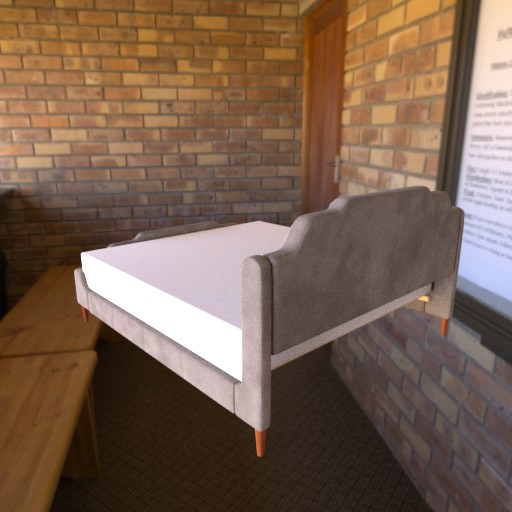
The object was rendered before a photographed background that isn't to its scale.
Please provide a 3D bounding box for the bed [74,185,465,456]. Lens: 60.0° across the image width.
[{"bbox_3d":[0.000,0.000,3.532,2.074,1.245,2.340,-14,21,-41],"label":"bed"}]
